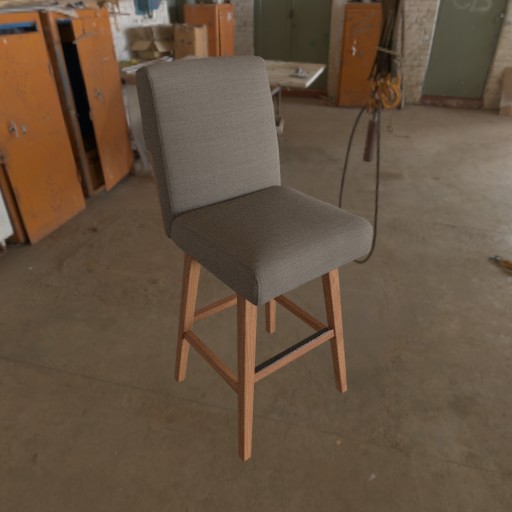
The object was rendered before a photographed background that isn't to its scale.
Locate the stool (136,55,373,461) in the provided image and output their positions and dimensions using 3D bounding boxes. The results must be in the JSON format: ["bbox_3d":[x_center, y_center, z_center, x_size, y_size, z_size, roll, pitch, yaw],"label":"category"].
[{"bbox_3d":[0.000,0.000,1.410,0.483,1.112,0.570,-22,37,-32],"label":"stool"}]
